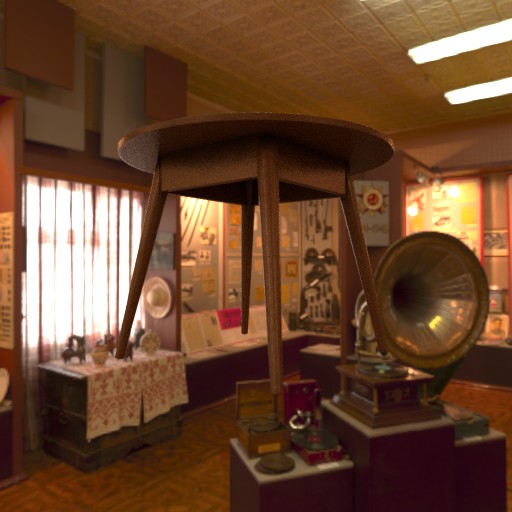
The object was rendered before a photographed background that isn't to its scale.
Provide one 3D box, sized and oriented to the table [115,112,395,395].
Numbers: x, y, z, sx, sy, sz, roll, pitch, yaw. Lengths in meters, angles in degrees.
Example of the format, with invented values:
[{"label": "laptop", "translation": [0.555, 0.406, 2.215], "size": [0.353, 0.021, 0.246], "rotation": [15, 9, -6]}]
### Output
[{"label": "table", "translation": [0.000, 0.000, 1.757], "size": [1.053, 0.786, 1.053], "rotation": [0, -1, 0]}]
